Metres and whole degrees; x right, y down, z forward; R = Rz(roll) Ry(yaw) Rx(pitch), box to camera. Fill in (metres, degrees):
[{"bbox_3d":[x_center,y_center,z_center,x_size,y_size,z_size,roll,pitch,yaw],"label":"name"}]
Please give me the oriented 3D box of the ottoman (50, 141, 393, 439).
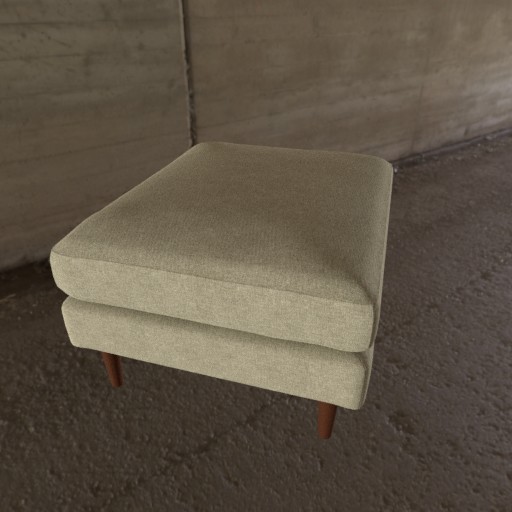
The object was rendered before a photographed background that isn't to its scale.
[{"bbox_3d":[0.000,0.000,1.263,0.693,0.474,0.821,9,32,14],"label":"ottoman"}]
